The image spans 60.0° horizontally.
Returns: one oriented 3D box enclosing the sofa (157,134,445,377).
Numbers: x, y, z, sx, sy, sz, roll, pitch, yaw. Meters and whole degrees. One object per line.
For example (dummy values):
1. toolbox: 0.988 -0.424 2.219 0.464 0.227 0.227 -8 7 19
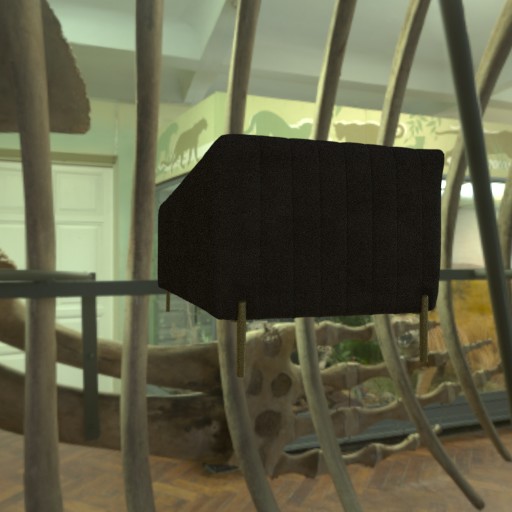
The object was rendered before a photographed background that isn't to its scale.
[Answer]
1. sofa: 0.000 0.000 2.402 0.876 0.780 1.980 0 -1 -18
